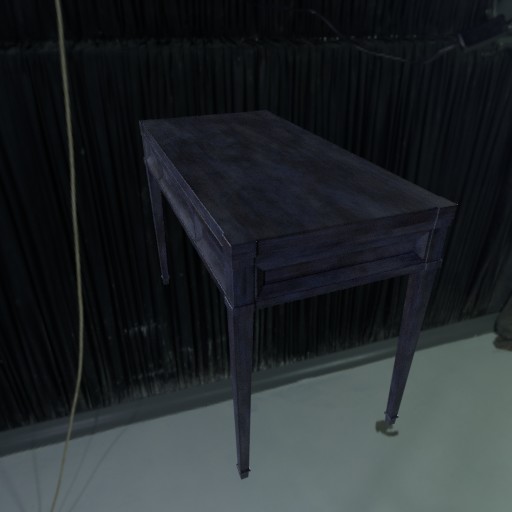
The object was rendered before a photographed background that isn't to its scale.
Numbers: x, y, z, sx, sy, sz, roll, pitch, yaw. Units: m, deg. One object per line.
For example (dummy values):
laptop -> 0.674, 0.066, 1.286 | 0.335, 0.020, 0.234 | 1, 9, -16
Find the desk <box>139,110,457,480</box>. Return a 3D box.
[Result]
desk -> 0.000, 0.000, 1.797 | 0.630, 0.861, 1.289 | -11, 31, -19
